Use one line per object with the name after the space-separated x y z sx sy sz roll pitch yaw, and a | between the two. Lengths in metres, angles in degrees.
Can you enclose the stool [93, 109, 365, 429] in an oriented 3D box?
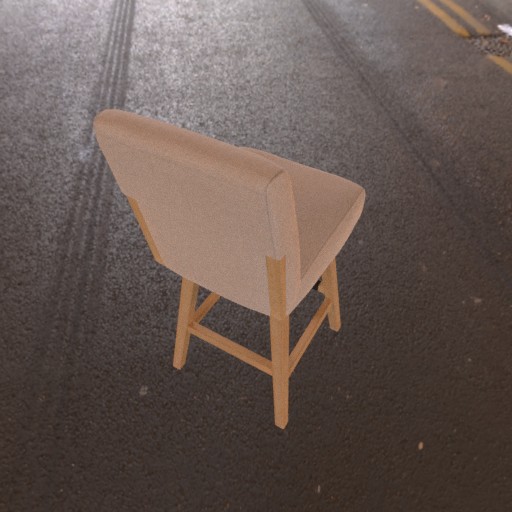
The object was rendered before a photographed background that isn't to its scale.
0.000 0.000 1.250 0.446 1.015 0.543 23 51 21 | stool
